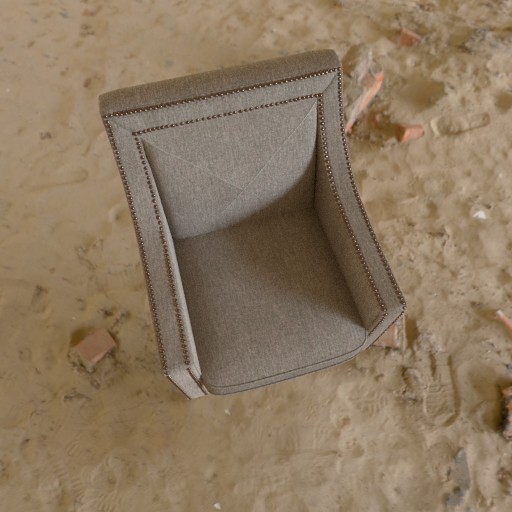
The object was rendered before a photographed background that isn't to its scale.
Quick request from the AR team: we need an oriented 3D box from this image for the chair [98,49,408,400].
[{"bbox_3d":[0.000,0.000,1.626,0.776,0.967,0.884,-14,65,-7],"label":"chair"}]
